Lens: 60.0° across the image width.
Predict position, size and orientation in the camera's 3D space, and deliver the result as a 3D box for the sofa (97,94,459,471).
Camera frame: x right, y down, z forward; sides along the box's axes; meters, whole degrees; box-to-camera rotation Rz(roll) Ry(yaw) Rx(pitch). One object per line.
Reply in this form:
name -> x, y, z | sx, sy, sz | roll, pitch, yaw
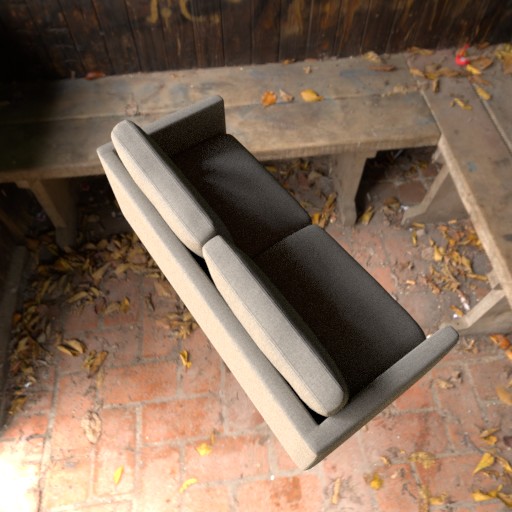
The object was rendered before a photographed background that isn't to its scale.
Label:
sofa -> 0.000, 0.000, 2.694 | 0.956, 0.963, 2.208 | -31, 63, -18
